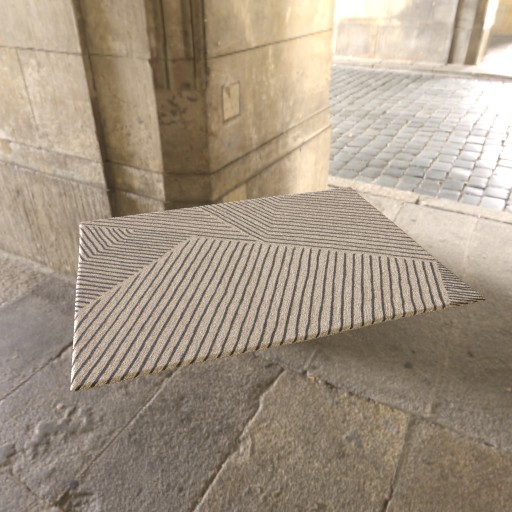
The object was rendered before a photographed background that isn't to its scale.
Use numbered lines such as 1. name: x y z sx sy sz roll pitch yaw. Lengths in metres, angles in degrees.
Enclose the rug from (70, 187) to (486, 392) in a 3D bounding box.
1. rug: 0.000 0.000 3.189 2.449 0.028 1.829 -9 34 -15
